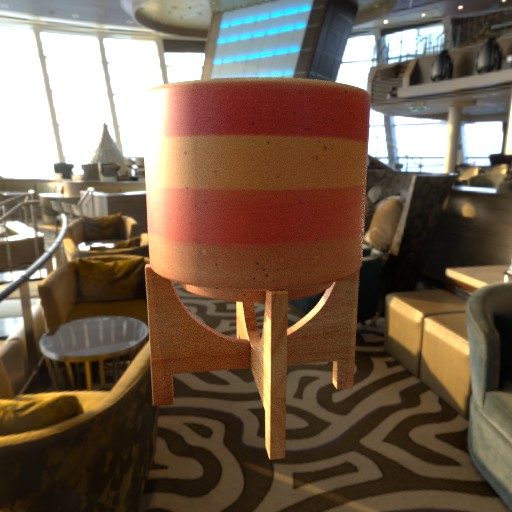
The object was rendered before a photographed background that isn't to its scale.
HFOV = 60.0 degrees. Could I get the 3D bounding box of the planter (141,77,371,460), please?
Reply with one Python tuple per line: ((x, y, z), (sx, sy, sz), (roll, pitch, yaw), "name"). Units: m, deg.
((0.000, 0.000, 0.553), (0.269, 0.379, 0.269), (0, 12, 0), "planter")
